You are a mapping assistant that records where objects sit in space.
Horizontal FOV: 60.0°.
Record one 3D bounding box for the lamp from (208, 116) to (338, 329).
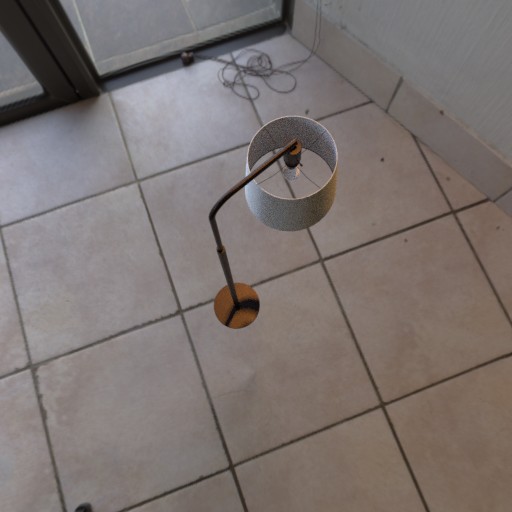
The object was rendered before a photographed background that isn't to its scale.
[{"bbox_3d":[0.000,0.000,1.678,0.508,1.478,0.254,-38,79,-9],"label":"lamp"}]
